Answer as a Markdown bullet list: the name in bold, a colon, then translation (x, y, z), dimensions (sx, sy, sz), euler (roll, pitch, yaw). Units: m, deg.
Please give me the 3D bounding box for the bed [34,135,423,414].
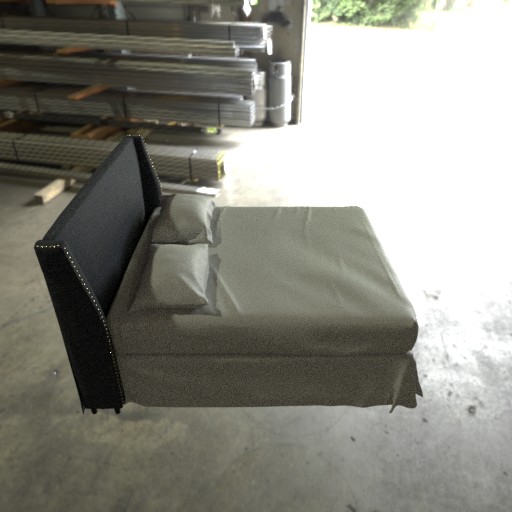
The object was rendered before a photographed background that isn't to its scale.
- **bed**: translation (0.000, 0.000, 3.369), dimensions (2.276, 1.332, 1.925), euler (0, 32, 0)
